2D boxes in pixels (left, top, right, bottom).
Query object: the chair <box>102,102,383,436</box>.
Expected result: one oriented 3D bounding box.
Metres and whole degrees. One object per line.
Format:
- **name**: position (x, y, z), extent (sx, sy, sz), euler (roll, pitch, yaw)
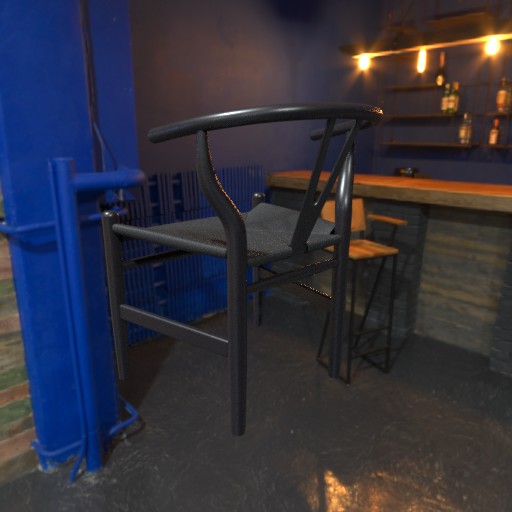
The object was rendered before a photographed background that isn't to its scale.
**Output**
- **chair**: position (0.000, 0.000, 1.154), extent (0.569, 0.730, 0.579), euler (-14, 21, -41)
